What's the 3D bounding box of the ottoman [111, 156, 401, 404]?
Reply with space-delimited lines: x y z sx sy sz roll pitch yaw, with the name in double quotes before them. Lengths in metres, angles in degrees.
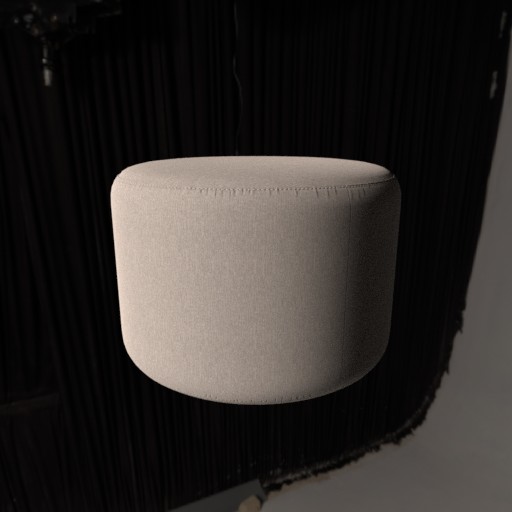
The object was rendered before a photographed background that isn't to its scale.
"ottoman" 0.000 0.000 1.010 0.608 0.433 0.608 0 15 0
